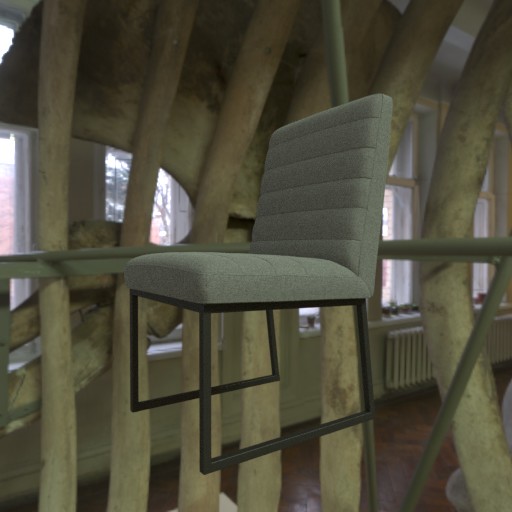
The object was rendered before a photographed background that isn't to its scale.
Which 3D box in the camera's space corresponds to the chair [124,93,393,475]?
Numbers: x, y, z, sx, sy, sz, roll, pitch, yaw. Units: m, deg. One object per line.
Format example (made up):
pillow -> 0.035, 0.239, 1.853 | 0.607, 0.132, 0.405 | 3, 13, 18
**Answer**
chair -> 0.000, 0.000, 1.303 | 0.634, 0.930, 0.520 | -1, 1, -35
